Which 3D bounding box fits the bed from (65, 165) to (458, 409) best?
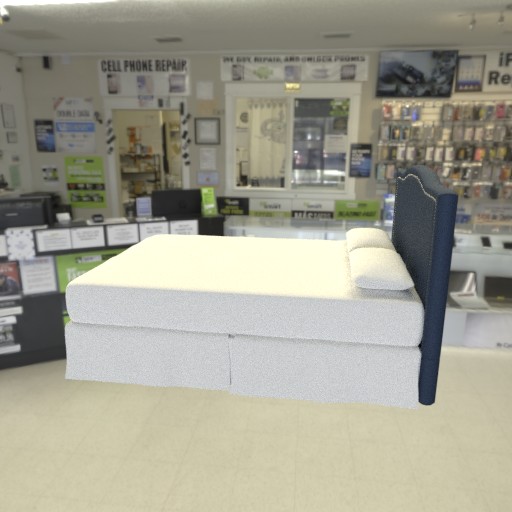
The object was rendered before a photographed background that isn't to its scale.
[{"bbox_3d":[0.000,0.000,3.539,2.507,1.441,1.741,2,15,9],"label":"bed"}]
